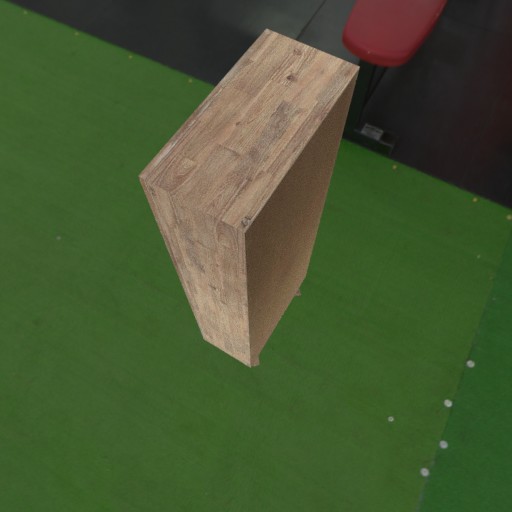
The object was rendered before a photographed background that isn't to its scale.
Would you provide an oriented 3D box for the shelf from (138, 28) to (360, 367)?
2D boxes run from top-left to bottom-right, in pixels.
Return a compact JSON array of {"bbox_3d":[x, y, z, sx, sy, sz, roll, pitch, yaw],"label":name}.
[{"bbox_3d":[0.000,0.000,1.529,0.267,1.342,0.491,29,68,13],"label":"shelf"}]
